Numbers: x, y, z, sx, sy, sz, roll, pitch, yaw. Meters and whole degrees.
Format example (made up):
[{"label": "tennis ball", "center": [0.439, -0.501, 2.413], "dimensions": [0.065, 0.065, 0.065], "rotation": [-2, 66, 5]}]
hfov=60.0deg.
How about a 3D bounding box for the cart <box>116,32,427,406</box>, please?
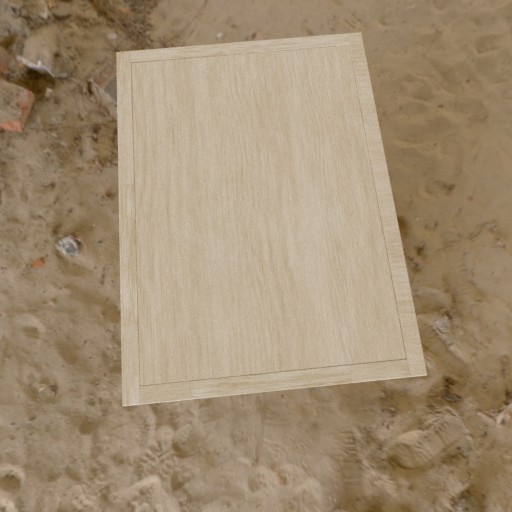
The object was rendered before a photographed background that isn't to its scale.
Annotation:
[{"label": "cart", "center": [0.000, 0.000, 1.347], "dimensions": [0.559, 0.914, 0.762], "rotation": [-5, 75, -1]}]
